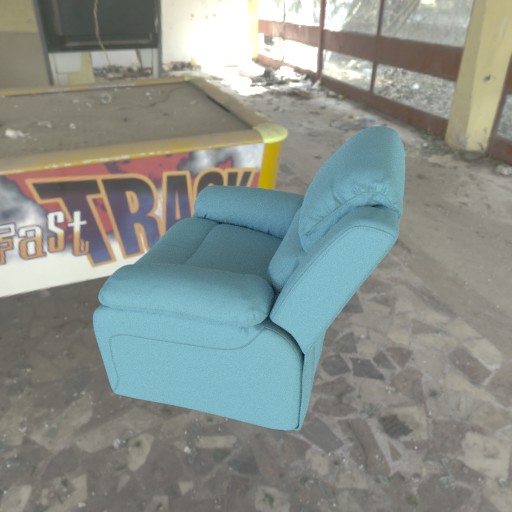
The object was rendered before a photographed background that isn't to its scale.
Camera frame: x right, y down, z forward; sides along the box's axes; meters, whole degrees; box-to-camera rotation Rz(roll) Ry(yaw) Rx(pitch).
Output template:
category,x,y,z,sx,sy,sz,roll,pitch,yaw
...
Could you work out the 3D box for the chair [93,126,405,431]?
category,x,y,z,sx,sy,sz,roll,pitch,yaw
chair,0.000,0.000,1.236,0.709,0.702,0.680,9,32,14
